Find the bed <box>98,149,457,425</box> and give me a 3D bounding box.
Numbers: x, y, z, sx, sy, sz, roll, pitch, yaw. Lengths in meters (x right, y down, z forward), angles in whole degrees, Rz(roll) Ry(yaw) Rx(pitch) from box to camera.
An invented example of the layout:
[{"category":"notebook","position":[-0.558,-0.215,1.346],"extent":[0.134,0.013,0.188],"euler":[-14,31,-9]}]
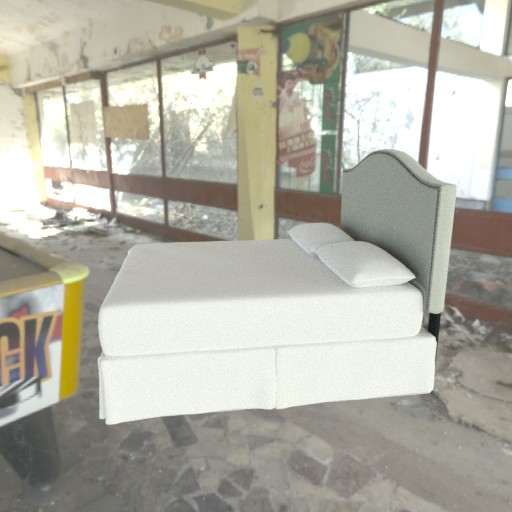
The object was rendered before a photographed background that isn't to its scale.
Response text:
[{"category":"bed","position":[0.000,0.000,3.435],"extent":[2.180,1.607,1.813],"euler":[-2,14,-8]}]
